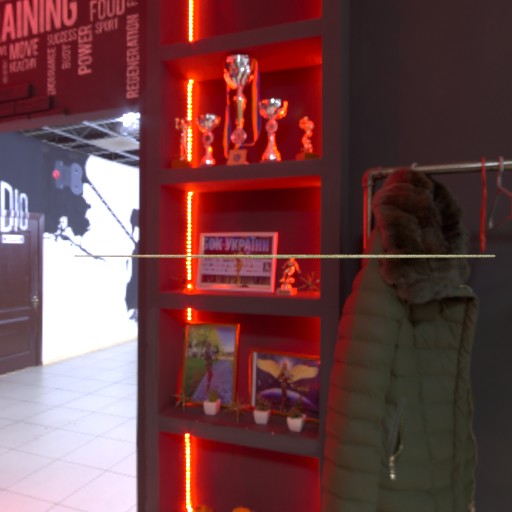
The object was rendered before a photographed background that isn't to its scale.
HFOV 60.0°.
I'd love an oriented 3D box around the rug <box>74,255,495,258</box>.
[{"bbox_3d":[0.000,0.000,4.126,2.425,0.016,3.198,0,0,-37],"label":"rug"}]
